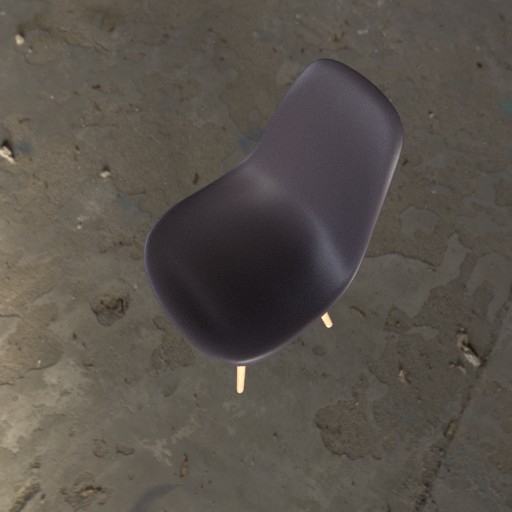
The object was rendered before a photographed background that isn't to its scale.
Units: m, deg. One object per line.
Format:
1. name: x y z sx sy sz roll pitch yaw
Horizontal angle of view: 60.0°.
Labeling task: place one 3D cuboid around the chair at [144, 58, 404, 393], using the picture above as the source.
1. chair: 0.000 0.000 1.125 0.533 0.825 0.470 -34 68 -15
